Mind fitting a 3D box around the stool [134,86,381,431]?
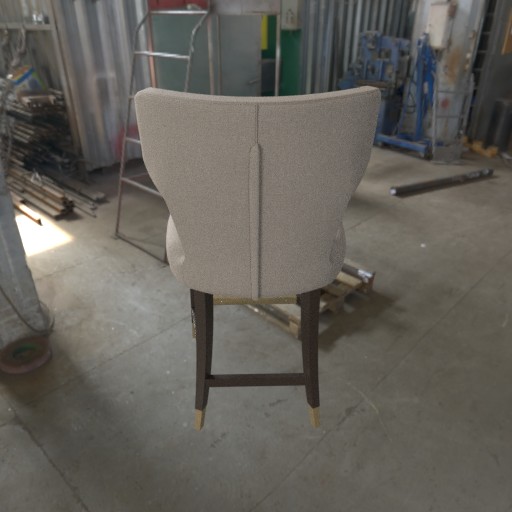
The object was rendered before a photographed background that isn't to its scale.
[{"bbox_3d":[0.000,0.000,1.305,0.527,0.982,0.563,-1,29,-1],"label":"stool"}]
